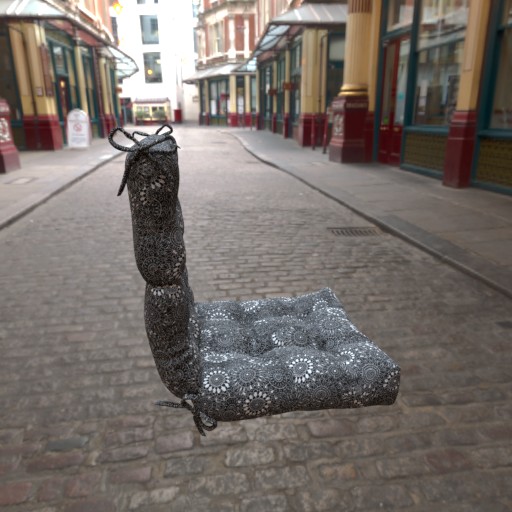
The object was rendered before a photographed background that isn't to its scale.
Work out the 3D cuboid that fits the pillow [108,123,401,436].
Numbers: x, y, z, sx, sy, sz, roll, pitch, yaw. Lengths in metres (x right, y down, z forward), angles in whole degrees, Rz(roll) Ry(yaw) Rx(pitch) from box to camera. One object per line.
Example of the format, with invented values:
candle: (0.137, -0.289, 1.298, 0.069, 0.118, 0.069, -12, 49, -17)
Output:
pillow: (0.000, 0.000, 1.056, 0.571, 0.605, 0.519, -3, 17, -10)
